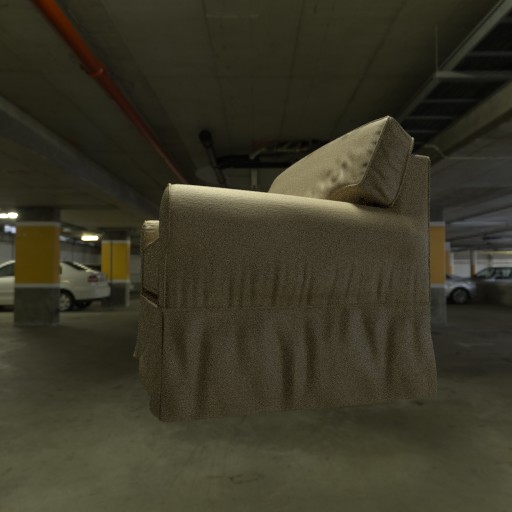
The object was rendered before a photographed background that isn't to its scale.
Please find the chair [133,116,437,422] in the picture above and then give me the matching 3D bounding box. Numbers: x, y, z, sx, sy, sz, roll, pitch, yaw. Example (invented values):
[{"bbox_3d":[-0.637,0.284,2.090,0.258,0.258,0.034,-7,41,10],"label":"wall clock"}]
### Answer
[{"bbox_3d":[0.000,0.000,1.776,0.903,0.937,1.096,1,-2,-18],"label":"chair"}]
